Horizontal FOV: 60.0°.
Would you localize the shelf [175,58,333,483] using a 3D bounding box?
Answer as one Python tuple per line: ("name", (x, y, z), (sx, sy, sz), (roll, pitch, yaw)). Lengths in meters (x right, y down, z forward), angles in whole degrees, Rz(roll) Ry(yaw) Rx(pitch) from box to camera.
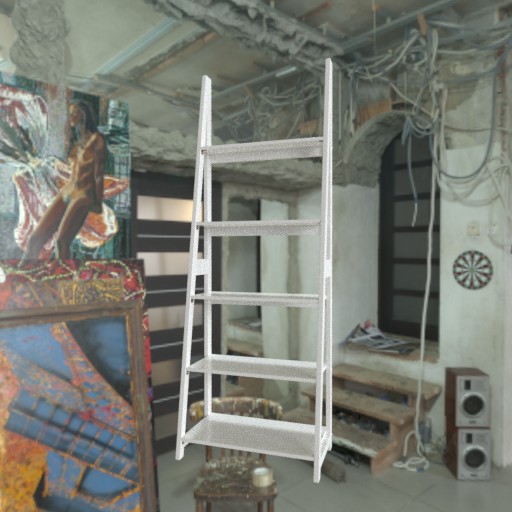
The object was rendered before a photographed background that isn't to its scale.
("shelf", (0.000, 0.000, 1.995), (0.636, 1.779, 0.341), (0, 0, 18))
